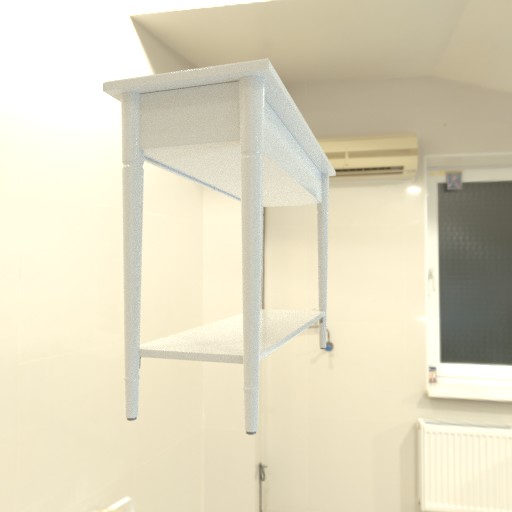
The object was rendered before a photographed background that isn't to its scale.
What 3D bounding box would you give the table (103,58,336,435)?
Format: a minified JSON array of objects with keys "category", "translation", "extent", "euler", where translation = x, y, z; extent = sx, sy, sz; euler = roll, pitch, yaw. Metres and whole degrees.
[{"category":"table","translation":[0.000,0.000,1.423],"extent":[0.381,0.749,1.067],"euler":[0,-1,17]}]
